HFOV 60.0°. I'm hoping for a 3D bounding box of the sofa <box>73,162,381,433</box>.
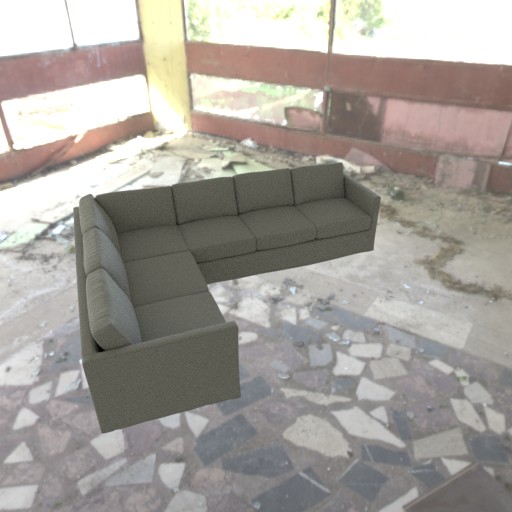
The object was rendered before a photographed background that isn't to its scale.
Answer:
[{"bbox_3d":[0.000,0.000,4.261,3.182,0.871,2.432,-11,33,-18],"label":"sofa"}]
